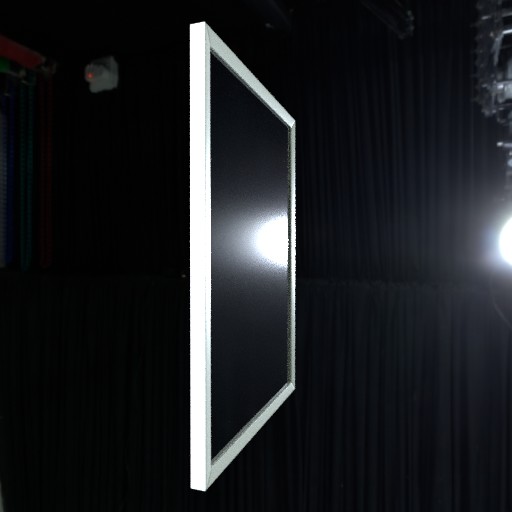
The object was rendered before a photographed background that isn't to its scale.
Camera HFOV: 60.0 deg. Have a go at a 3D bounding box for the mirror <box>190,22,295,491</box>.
[{"bbox_3d":[0.000,0.000,1.325,0.040,1.016,0.762,0,1,20],"label":"mirror"}]
